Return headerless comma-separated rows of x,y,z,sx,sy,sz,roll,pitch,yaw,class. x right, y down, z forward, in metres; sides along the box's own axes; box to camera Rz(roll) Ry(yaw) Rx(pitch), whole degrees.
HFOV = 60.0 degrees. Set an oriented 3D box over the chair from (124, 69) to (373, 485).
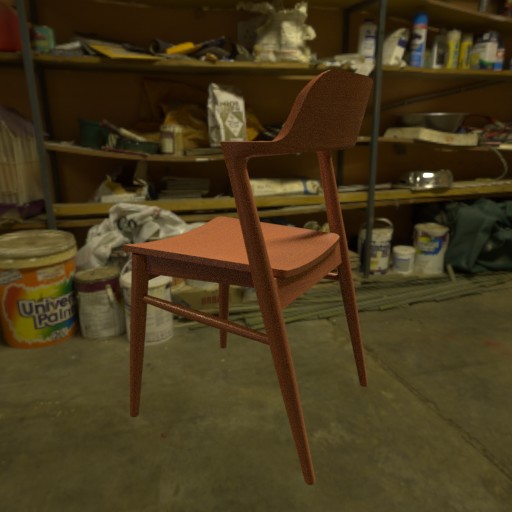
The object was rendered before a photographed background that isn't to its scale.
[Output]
0.000,0.000,1.091,0.499,0.801,0.496,8,18,27,chair
